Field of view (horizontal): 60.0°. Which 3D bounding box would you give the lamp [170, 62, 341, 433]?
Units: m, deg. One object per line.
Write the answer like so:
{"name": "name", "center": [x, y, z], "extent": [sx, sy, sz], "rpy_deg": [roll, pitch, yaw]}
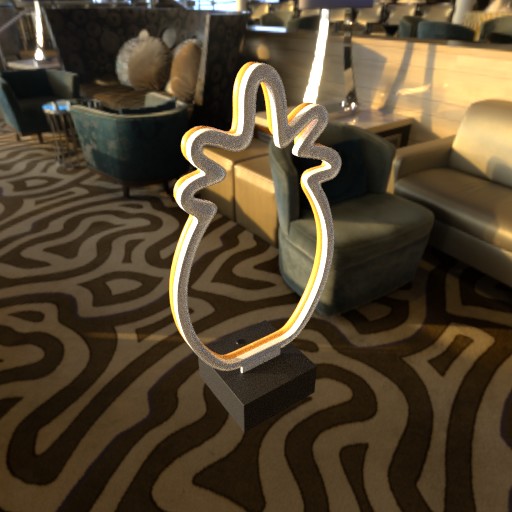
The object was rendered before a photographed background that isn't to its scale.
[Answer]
{"name": "lamp", "center": [0.000, 0.000, 0.391], "extent": [0.167, 0.317, 0.088], "rpy_deg": [-19, 36, -29]}
